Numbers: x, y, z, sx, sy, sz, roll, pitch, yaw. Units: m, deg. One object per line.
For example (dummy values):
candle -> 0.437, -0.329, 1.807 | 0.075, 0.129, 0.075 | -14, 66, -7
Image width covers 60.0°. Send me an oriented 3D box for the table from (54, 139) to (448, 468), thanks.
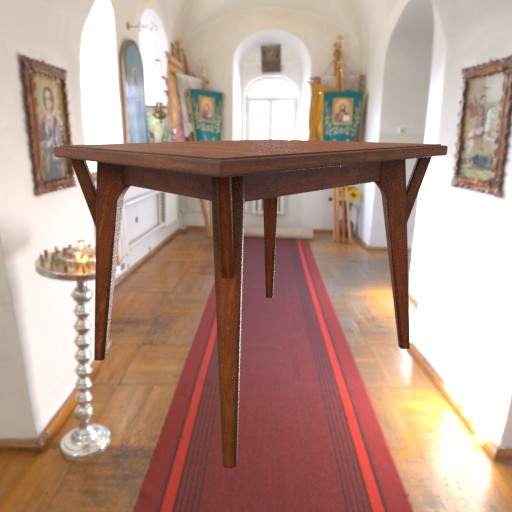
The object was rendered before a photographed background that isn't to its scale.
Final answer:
table -> 0.000, 0.000, 1.562 | 0.991, 0.761, 0.838 | -15, 22, -42
